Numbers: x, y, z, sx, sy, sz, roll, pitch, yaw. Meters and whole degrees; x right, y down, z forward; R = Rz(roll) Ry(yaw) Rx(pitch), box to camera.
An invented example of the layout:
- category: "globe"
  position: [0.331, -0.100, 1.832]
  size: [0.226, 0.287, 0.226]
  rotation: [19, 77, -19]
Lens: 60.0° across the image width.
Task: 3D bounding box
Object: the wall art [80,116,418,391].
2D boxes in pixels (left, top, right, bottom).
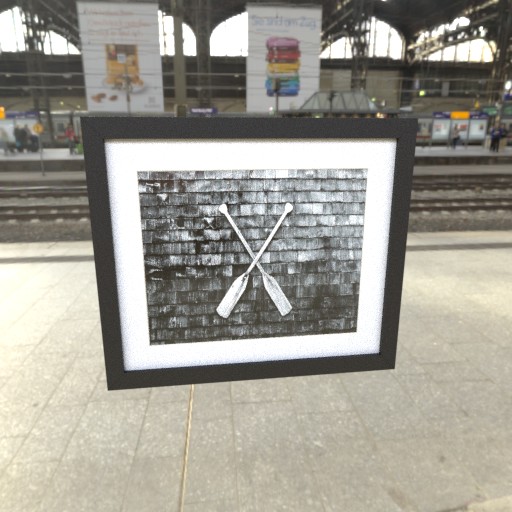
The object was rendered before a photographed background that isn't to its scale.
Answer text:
- category: "wall art"
  position: [0.000, 0.000, 0.554]
  size: [0.381, 0.330, 0.029]
  rotation: [-2, 16, -8]
